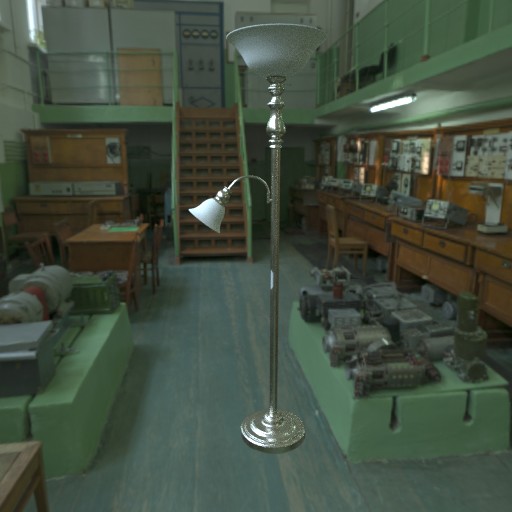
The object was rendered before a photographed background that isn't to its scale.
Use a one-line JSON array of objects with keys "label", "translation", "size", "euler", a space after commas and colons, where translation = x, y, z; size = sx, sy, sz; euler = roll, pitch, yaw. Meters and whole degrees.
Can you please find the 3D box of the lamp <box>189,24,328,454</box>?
[{"label": "lamp", "translation": [0.000, 0.000, 1.964], "size": [0.575, 1.785, 0.405], "euler": [-2, 13, -8]}]
